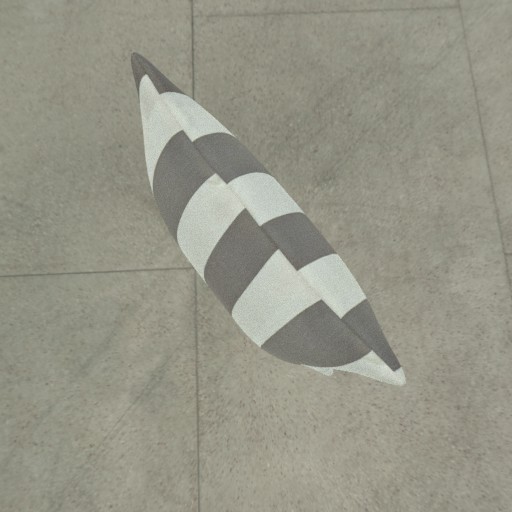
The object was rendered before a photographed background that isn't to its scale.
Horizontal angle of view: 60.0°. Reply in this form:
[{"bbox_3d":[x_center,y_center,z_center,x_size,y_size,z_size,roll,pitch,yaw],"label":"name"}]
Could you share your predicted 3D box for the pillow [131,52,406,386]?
[{"bbox_3d":[0.000,0.000,0.763,0.192,0.507,0.522,-37,79,-8],"label":"pillow"}]
